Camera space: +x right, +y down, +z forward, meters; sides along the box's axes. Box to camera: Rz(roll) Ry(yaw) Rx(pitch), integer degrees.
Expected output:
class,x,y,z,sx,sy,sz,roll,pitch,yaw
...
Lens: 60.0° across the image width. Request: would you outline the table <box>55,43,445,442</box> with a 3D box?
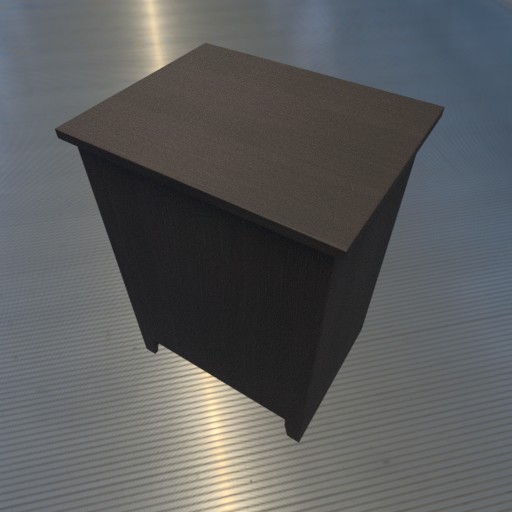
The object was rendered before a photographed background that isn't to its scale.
class,x,y,z,sx,sy,sz,roll,pitch,yaw
table,0.000,0.000,0.924,0.480,0.635,0.381,25,52,21
